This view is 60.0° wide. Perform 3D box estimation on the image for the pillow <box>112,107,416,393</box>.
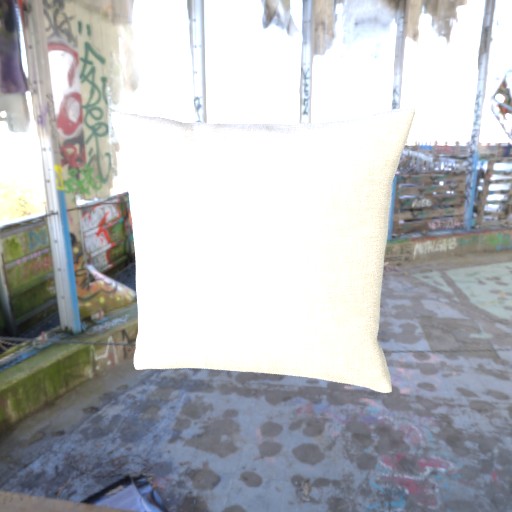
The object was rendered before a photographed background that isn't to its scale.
[{"bbox_3d":[0.000,0.000,0.806,0.517,0.508,0.158,2,15,9],"label":"pillow"}]
